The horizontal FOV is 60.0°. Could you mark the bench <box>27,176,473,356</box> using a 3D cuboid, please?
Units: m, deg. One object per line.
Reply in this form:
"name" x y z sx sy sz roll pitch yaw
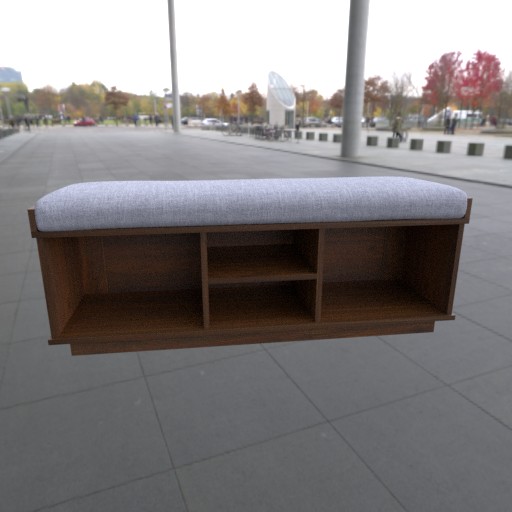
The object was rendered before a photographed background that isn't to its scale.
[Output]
"bench" 0.000 0.000 1.399 1.196 0.468 0.367 -2 18 -7
